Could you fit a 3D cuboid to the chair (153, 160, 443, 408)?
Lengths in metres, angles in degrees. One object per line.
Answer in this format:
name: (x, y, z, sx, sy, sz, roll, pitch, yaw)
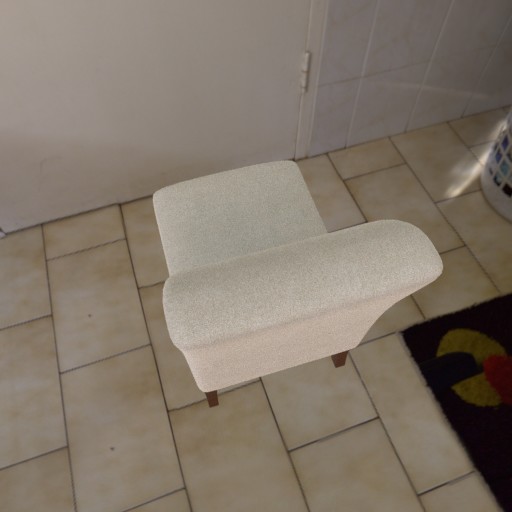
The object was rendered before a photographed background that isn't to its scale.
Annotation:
chair: (0.000, 0.000, 1.300, 0.521, 0.833, 0.754, -14, 59, -9)
